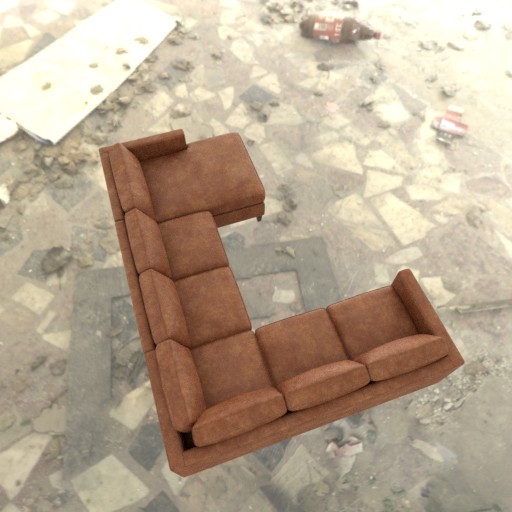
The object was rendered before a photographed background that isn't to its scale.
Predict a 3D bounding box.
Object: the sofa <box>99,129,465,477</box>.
[{"bbox_3d":[0.000,0.000,4.424,2.452,0.888,3.324,-17,61,-9],"label":"sofa"}]
